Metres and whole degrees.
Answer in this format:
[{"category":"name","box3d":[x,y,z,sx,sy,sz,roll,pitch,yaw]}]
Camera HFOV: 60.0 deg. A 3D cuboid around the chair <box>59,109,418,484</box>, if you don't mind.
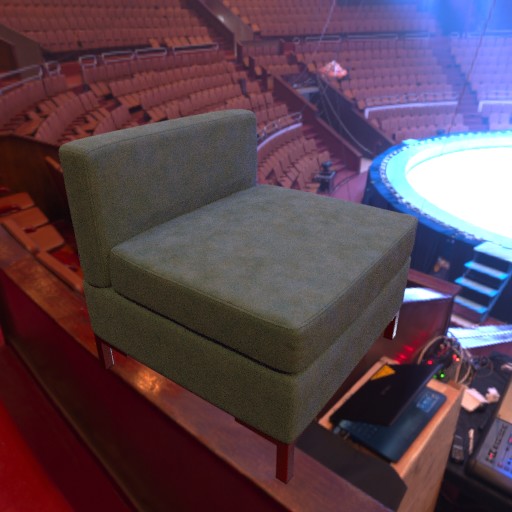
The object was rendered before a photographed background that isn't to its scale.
[{"category":"chair","box3d":[0.000,0.000,1.211,0.685,0.660,0.684,18,32,32]}]
